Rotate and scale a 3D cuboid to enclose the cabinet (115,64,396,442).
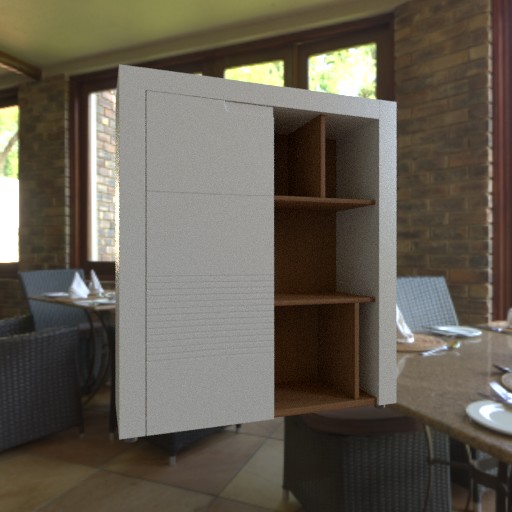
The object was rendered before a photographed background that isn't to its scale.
[{"bbox_3d":[0.000,0.000,1.655,0.990,1.150,0.348,0,0,-19],"label":"cabinet"}]
